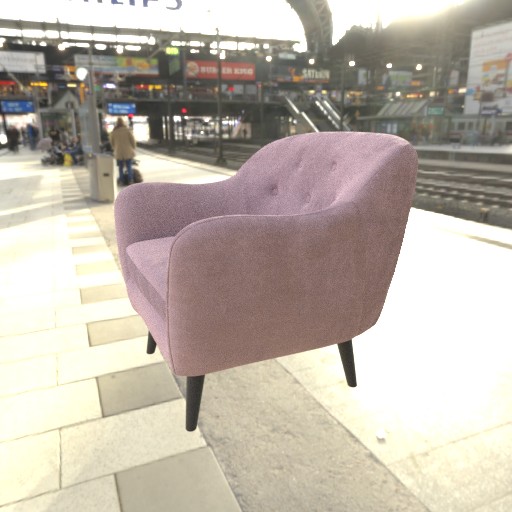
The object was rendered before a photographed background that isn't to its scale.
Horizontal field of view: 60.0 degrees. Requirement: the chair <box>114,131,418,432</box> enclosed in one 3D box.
[{"bbox_3d":[0.000,0.000,1.520,0.820,0.820,0.840,-8,18,-25],"label":"chair"}]
